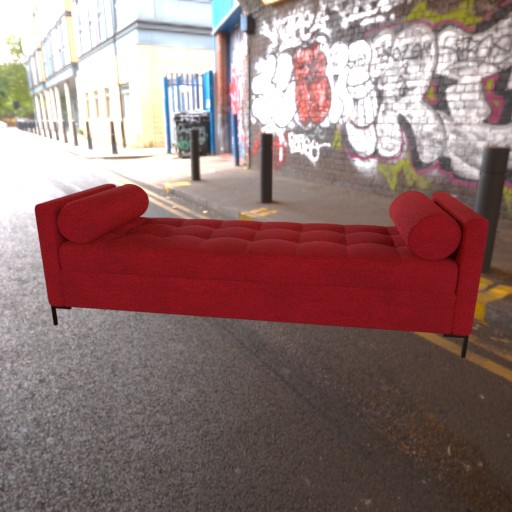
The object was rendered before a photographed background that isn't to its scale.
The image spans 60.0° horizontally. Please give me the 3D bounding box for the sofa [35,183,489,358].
[{"bbox_3d":[0.000,0.000,2.303,1.981,0.635,0.686,3,18,9],"label":"sofa"}]
